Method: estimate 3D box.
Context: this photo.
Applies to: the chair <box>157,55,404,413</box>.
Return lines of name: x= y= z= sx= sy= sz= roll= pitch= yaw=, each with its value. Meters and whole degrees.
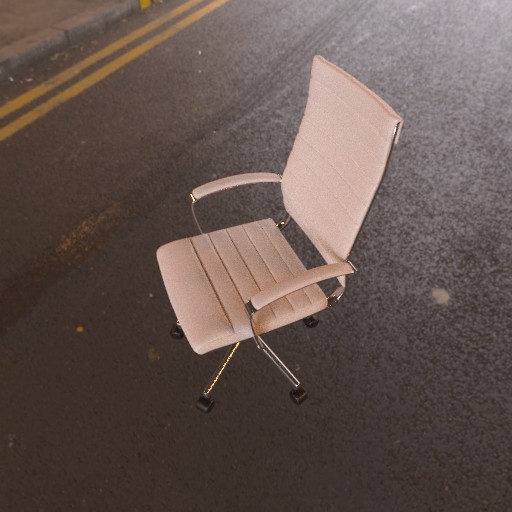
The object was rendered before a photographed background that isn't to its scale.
chair: x=0.000 y=0.000 z=1.570 sx=0.679 sy=1.149 sz=0.679 roll=-18 pitch=49 yaw=-16
